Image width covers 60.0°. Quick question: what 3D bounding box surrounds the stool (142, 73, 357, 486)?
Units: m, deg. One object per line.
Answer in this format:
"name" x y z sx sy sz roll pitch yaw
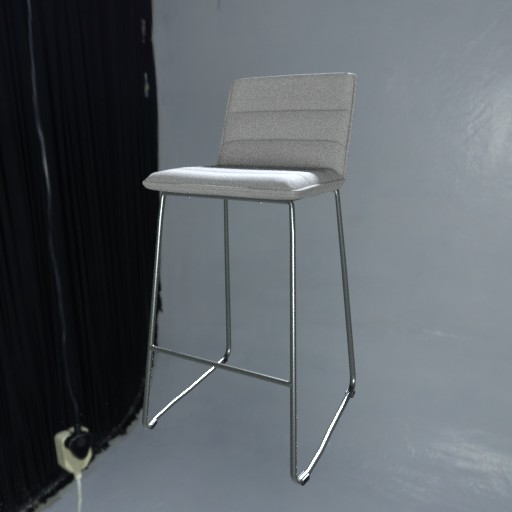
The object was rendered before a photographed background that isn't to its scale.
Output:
"stool" 0.000 0.000 1.202 0.490 0.960 0.490 8 17 26
